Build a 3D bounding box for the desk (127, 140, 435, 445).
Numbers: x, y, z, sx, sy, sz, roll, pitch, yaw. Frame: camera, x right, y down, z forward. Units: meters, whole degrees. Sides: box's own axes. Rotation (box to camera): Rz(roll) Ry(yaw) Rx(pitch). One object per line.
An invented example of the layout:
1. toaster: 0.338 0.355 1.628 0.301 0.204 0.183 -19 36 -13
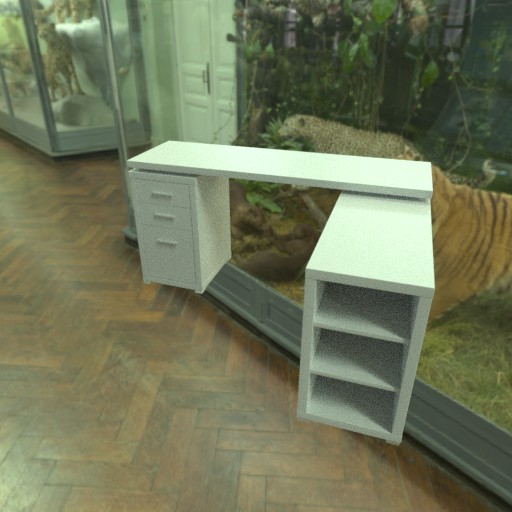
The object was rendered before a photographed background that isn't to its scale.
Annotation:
1. desk: 0.000 0.000 2.191 1.524 0.753 1.200 9 29 16
